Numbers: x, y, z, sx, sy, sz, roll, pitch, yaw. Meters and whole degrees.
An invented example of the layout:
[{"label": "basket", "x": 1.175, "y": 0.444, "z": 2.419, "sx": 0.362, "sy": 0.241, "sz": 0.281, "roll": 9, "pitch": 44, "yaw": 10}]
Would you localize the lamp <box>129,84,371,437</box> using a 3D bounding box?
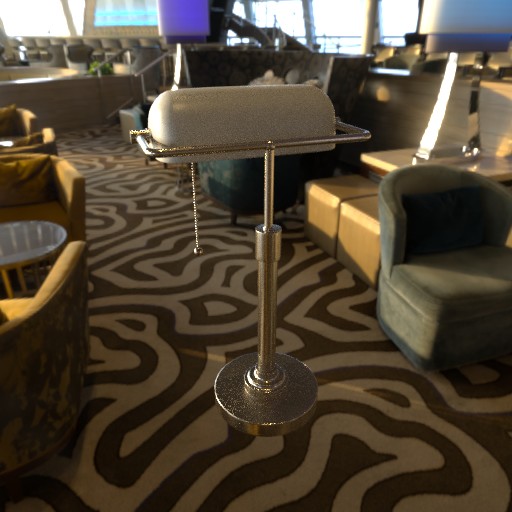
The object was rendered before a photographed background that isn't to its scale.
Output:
[{"label": "lamp", "x": 0.000, "y": 0.000, "z": 0.572, "sx": 0.269, "sy": 0.404, "sz": 0.227, "roll": -9, "pitch": 28, "yaw": -18}]
